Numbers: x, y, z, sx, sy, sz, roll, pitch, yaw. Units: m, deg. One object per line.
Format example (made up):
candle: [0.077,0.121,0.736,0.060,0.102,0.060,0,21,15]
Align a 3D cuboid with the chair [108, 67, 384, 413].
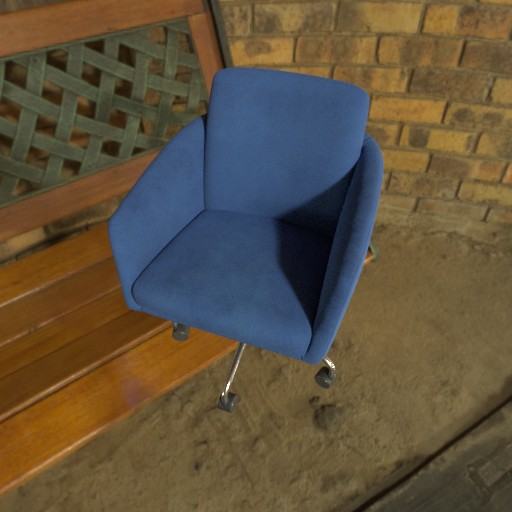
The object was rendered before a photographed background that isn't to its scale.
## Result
chair: [0.000,0.000,1.346,0.641,0.908,0.635,14,45,15]
